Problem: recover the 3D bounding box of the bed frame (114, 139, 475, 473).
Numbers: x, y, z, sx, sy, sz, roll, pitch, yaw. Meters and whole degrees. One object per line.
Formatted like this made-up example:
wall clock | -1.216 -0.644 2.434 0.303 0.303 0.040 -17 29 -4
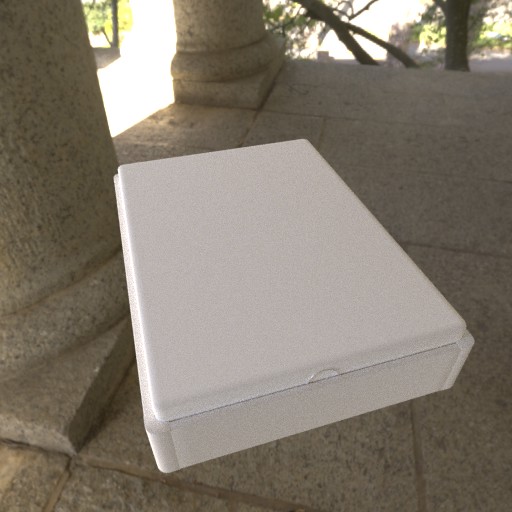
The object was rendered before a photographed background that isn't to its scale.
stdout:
bed frame | 0.000 0.000 2.488 1.400 0.406 1.900 -11 42 -13
